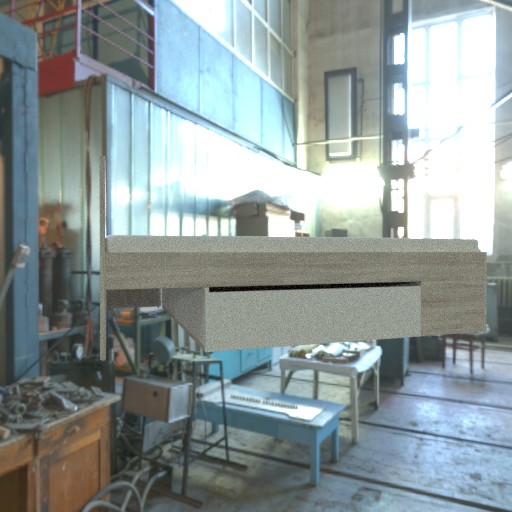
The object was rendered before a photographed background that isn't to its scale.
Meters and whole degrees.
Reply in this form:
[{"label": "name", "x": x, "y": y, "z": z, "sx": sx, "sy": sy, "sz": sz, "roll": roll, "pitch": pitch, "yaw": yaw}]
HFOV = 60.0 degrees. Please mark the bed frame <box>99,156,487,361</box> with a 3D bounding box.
[{"label": "bed frame", "x": 0.000, "y": 0.000, "z": 3.130, "sx": 2.050, "sy": 0.860, "sz": 2.040, "roll": 0, "pitch": 1, "yaw": -19}]
